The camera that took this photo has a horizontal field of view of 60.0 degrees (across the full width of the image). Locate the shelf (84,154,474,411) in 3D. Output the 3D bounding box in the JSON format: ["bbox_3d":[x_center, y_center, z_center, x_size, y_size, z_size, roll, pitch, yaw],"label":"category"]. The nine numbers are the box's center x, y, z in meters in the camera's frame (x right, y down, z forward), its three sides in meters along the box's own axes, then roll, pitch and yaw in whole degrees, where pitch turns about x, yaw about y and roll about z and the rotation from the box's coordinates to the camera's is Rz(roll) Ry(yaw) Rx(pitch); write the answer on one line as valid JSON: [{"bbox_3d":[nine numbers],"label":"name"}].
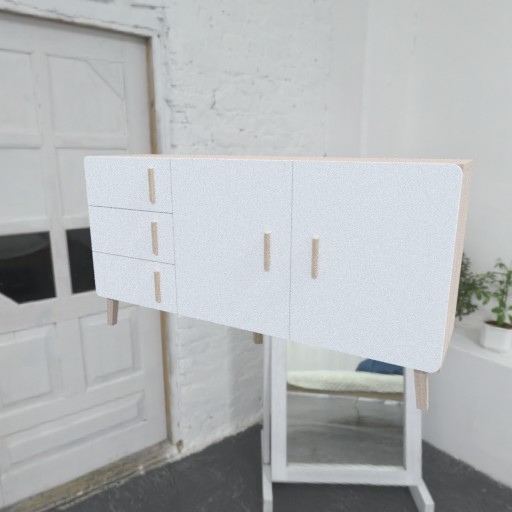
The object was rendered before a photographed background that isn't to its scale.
[{"bbox_3d":[0.000,0.000,1.802,1.490,0.780,0.400,8,16,28],"label":"shelf"}]
